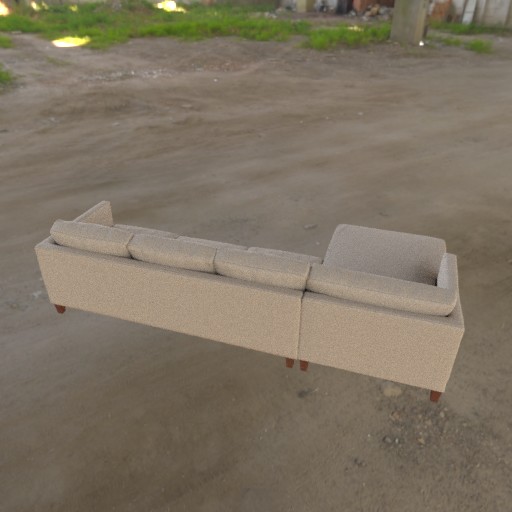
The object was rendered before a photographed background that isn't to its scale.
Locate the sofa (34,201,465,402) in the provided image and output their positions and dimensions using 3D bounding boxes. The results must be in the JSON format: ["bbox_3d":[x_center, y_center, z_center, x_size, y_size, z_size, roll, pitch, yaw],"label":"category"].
[{"bbox_3d":[0.000,0.000,3.863,3.186,0.846,1.625,10,33,15],"label":"sofa"}]
